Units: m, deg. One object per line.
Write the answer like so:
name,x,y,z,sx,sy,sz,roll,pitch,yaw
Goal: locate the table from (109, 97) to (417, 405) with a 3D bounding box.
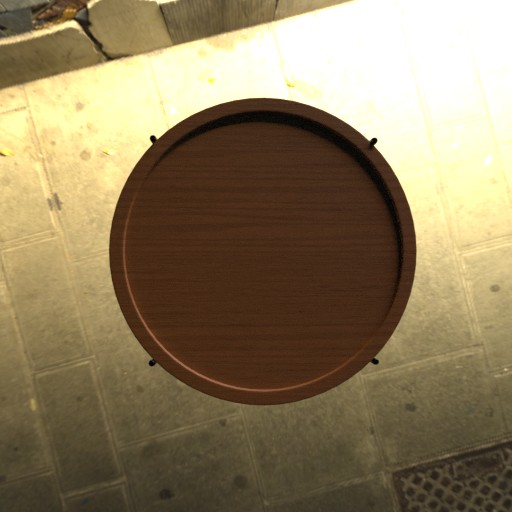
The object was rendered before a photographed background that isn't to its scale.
table,0.000,0.000,0.864,0.393,0.623,0.393,0,89,-2
